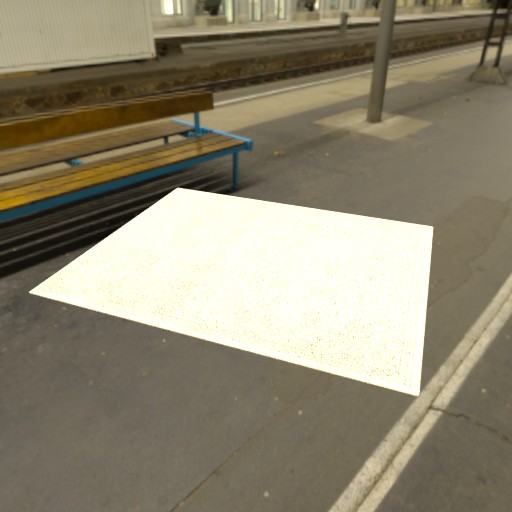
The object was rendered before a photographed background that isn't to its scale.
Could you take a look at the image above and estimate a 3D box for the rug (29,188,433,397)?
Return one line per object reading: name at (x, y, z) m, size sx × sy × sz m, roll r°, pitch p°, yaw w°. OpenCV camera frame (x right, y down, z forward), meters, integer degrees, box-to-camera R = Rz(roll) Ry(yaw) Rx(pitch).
rug at (0.000, 0.000, 4.137) m, size 3.050 × 0.015 × 2.441 m, roll 11°, pitch 32°, yaw 18°
